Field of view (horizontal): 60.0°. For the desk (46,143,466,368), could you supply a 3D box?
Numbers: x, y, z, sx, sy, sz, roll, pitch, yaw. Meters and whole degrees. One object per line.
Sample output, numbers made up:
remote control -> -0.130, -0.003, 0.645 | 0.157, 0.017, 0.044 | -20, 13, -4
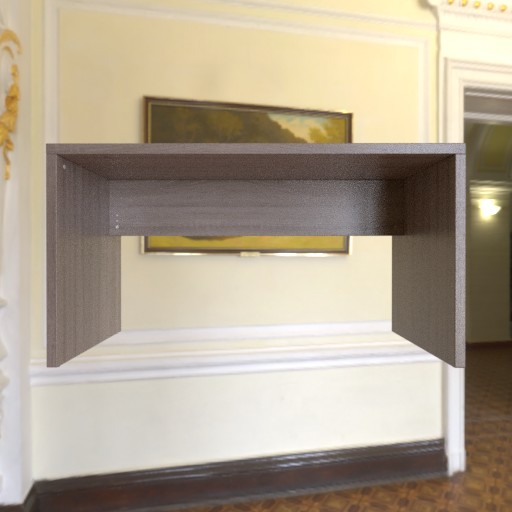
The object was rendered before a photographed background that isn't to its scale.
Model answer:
desk -> 0.000, 0.000, 1.803 | 1.380, 0.745, 0.690 | 0, 0, 0
